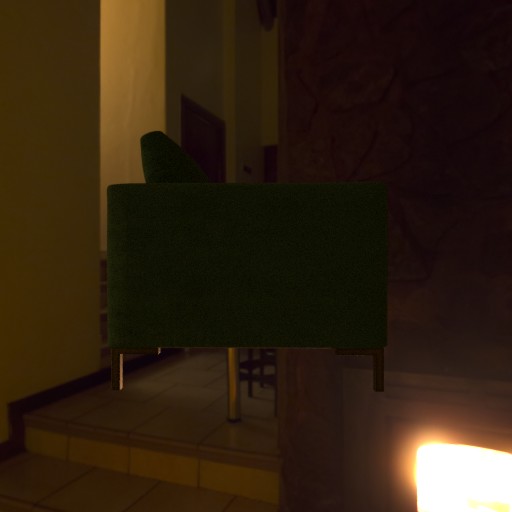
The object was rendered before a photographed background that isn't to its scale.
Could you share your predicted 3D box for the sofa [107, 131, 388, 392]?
[{"bbox_3d":[0.000,0.000,2.140,0.875,0.817,1.676,0,0,1],"label":"sofa"}]
